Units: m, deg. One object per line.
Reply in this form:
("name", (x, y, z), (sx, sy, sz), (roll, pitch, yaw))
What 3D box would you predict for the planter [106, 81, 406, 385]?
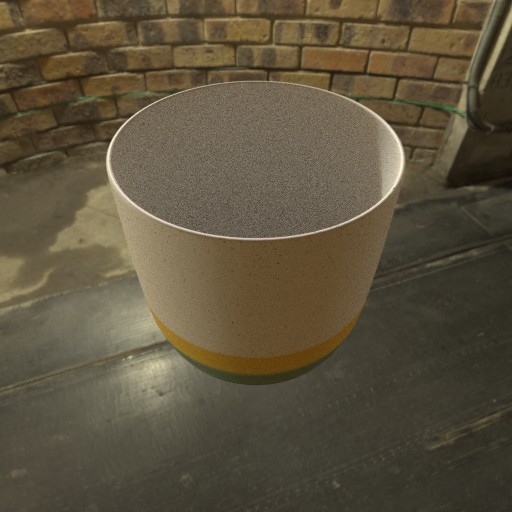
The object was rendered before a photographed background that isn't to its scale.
("planter", (0.000, 0.000, 0.370), (0.195, 0.214, 0.195), (0, 45, 0))
